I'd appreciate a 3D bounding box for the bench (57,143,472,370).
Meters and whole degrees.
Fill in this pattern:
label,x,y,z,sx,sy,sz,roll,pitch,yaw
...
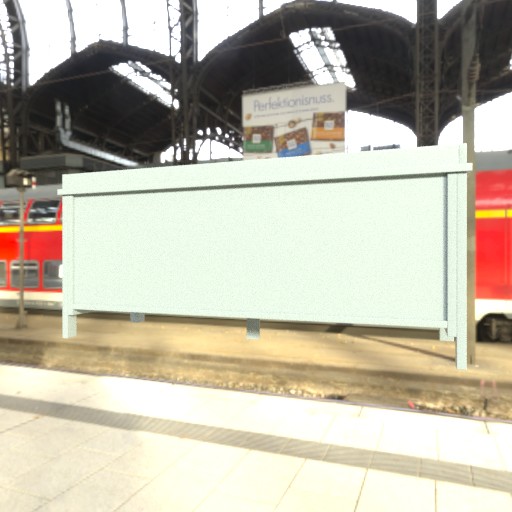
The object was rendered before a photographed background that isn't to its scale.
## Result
label,x,y,z,sx,sy,sz,roll,pitch,yaw
bench,0.000,0.000,1.342,1.140,0.501,0.398,0,0,20
